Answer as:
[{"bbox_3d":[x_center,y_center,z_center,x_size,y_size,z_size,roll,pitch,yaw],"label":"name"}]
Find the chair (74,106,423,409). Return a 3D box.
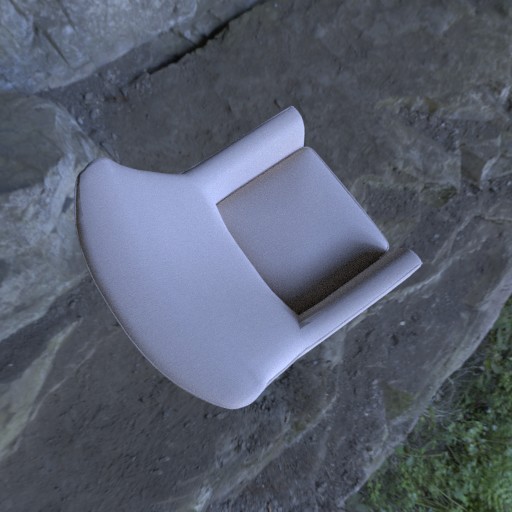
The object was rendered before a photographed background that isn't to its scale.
[{"bbox_3d":[0.000,0.000,1.576,0.879,0.916,0.756,-34,78,-8],"label":"chair"}]
